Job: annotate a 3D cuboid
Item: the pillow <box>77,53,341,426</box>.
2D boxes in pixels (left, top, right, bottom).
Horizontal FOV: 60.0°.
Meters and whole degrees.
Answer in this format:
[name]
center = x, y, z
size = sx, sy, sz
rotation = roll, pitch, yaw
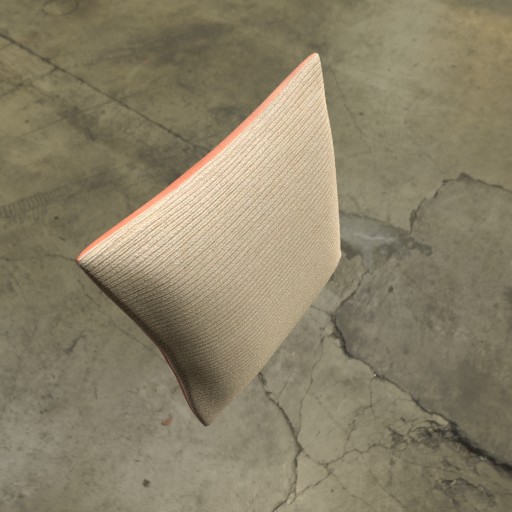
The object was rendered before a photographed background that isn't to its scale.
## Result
[pillow]
center = 0.000, 0.000, 0.663
size = 0.177, 0.401, 0.424
rotation = 33, 63, 19
